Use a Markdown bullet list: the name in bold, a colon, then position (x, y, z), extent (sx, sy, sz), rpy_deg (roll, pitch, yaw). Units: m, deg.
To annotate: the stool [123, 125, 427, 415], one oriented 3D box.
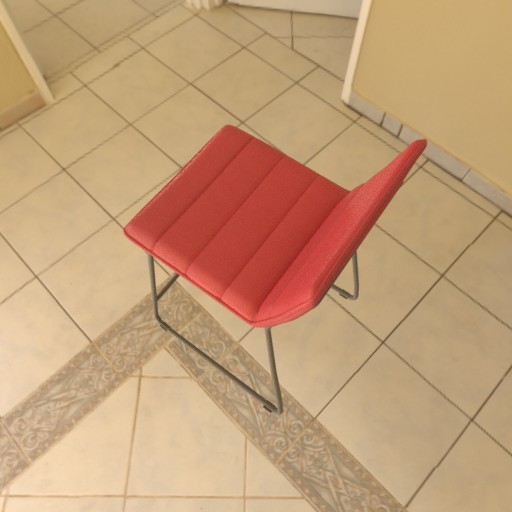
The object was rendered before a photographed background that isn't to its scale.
- **stool**: position (0.000, 0.000, 1.152), extent (0.524, 0.866, 0.489), rpy_deg (33, 68, 15)
